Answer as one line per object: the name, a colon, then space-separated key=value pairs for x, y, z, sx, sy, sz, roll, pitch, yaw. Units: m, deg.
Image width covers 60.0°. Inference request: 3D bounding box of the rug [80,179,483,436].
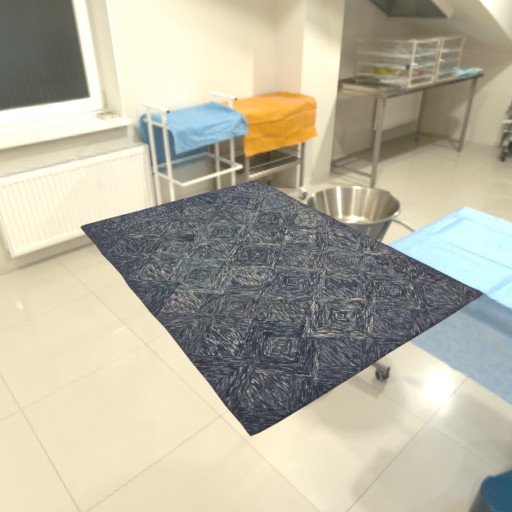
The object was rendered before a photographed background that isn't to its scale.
rug: x=0.000 y=0.000 z=4.232 sx=2.385 sy=0.024 sz=3.245 roll=-20 pitch=36 yaw=-30
